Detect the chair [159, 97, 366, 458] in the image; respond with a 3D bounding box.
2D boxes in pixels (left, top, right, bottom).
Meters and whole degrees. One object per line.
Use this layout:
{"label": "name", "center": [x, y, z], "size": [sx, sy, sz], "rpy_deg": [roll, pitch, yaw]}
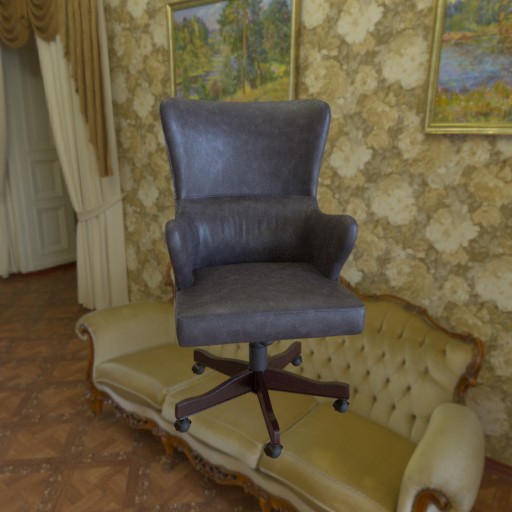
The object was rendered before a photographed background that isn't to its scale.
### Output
{"label": "chair", "center": [0.000, 0.000, 1.475], "size": [0.594, 1.037, 0.717], "rpy_deg": [-2, 15, -9]}
